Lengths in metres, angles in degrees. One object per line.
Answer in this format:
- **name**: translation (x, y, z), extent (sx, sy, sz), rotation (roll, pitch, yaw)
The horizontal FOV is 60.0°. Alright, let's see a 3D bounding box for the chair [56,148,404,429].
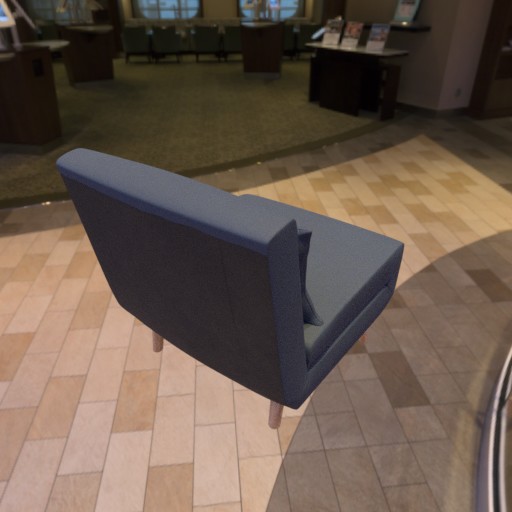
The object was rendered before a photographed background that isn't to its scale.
- **chair**: translation (0.000, 0.000, 1.537), extent (0.770, 0.808, 0.900), rotation (22, 38, 32)
